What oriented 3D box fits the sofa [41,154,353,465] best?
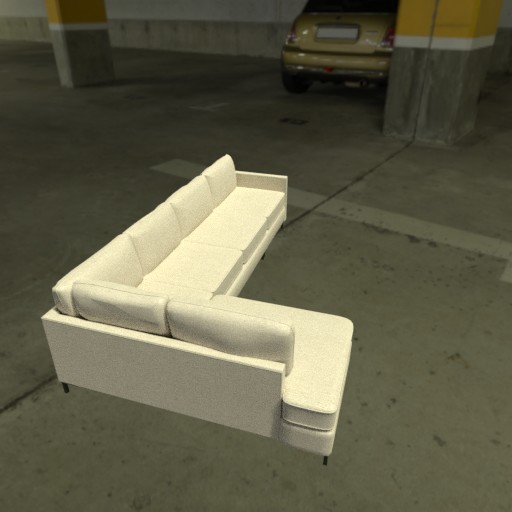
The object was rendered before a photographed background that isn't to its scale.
[{"bbox_3d":[0.000,0.000,4.239,2.048,0.996,3.384,9,30,15],"label":"sofa"}]
